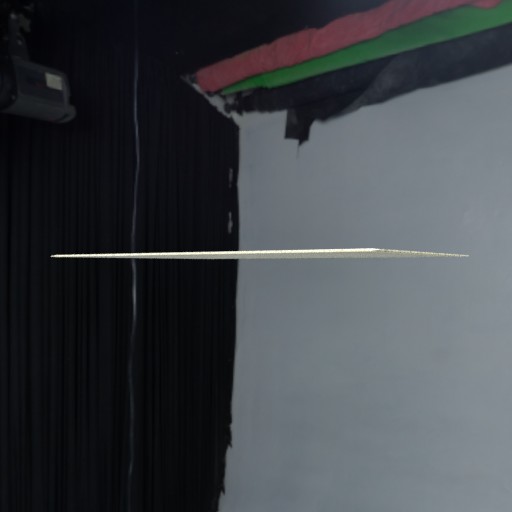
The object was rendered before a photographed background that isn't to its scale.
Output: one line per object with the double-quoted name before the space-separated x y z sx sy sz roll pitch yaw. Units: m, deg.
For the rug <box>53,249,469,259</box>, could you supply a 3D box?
"rug" 0.000 0.000 2.856 2.233 0.011 1.514 -1 -1 36
